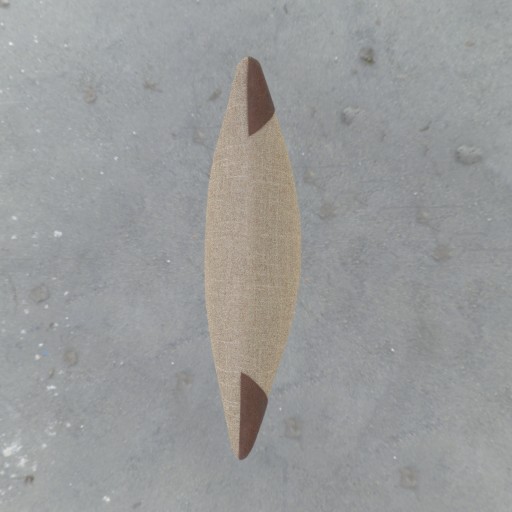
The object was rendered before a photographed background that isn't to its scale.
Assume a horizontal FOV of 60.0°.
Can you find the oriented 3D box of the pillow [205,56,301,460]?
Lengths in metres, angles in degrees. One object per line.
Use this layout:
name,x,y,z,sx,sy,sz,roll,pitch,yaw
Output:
pillow,0.000,0.000,0.689,0.147,0.448,0.437,0,90,2
